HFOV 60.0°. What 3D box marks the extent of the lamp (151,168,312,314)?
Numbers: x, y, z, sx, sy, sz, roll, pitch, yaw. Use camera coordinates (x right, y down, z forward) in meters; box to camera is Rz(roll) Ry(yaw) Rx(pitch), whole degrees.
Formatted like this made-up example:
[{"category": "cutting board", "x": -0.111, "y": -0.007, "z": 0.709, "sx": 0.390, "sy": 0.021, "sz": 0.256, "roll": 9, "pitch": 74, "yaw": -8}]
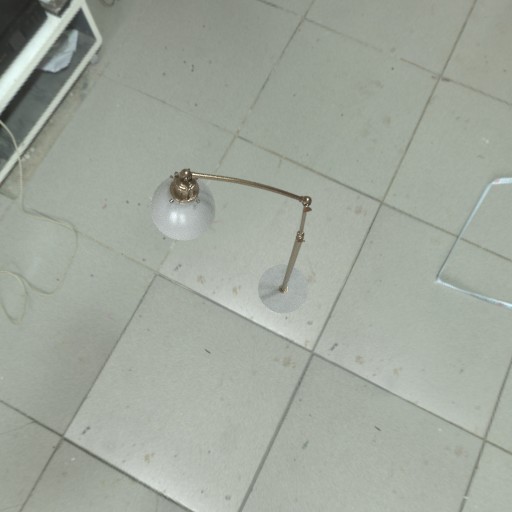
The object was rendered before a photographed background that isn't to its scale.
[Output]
[{"category": "lamp", "x": 0.000, "y": 0.000, "z": 1.812, "sx": 0.599, "sy": 1.586, "sz": 0.288, "roll": -3, "pitch": 75, "yaw": -1}]
